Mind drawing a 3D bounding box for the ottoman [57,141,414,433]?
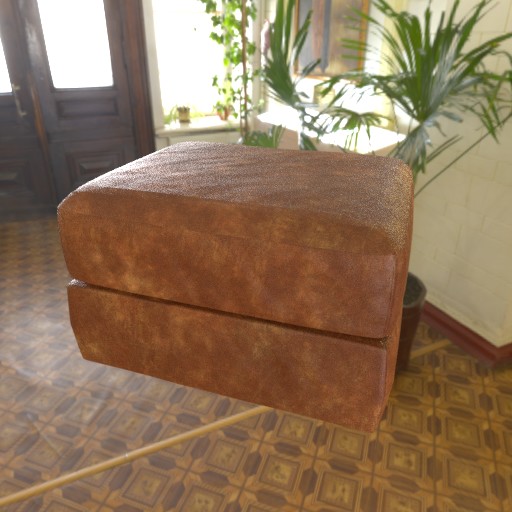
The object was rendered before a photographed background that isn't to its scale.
[{"bbox_3d":[0.000,0.000,1.144,0.751,0.476,0.603,9,28,17],"label":"ottoman"}]
